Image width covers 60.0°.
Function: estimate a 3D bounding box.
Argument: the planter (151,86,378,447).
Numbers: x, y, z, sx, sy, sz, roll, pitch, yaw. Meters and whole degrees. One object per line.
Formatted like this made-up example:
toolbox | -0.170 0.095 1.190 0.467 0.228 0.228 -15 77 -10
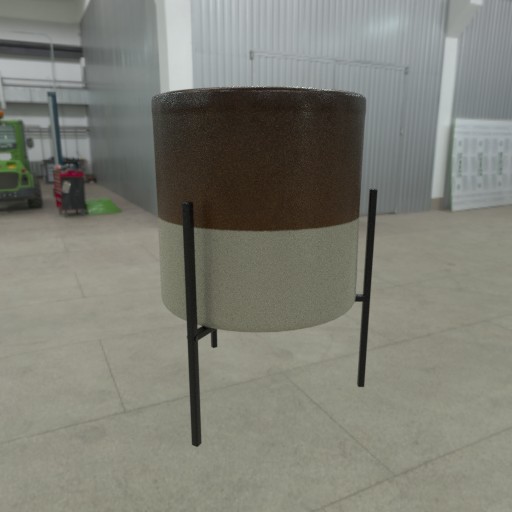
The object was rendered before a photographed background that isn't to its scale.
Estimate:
planter | 0.000 0.000 0.556 0.255 0.375 0.269 8 16 27
